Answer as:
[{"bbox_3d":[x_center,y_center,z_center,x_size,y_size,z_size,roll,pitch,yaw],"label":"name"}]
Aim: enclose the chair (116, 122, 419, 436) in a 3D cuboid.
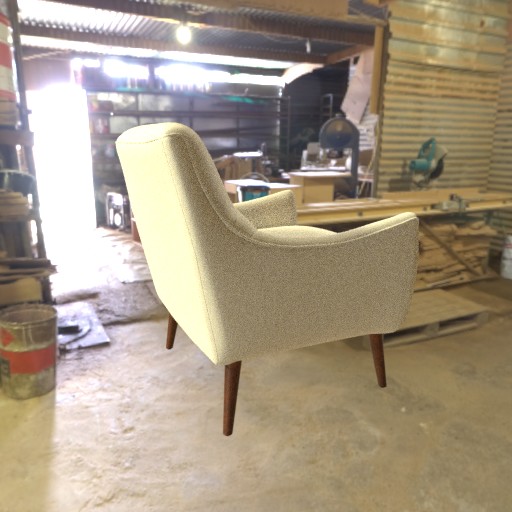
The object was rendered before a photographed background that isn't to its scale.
[{"bbox_3d":[0.000,0.000,1.489,0.787,0.838,0.762,-7,16,-26],"label":"chair"}]
